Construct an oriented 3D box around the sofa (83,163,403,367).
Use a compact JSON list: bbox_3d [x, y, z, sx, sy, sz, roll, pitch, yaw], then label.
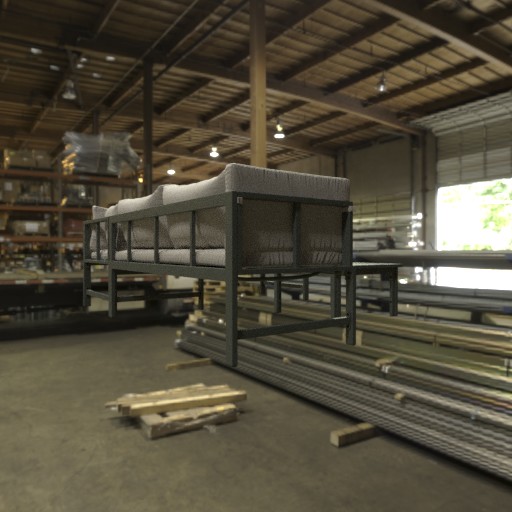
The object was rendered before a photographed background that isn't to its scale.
[{"bbox_3d":[0.000,0.000,2.900,1.658,0.758,2.096,-1,1,-35],"label":"sofa"}]
